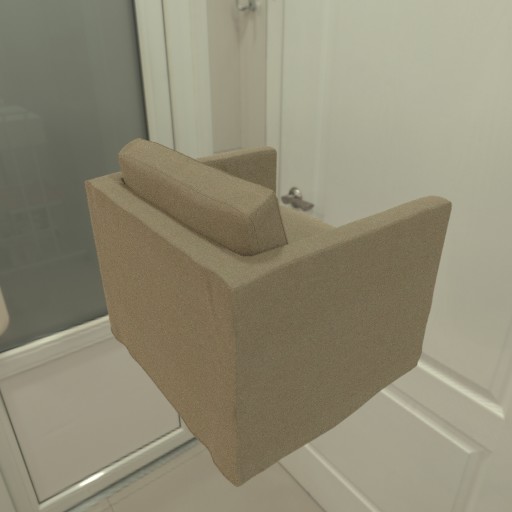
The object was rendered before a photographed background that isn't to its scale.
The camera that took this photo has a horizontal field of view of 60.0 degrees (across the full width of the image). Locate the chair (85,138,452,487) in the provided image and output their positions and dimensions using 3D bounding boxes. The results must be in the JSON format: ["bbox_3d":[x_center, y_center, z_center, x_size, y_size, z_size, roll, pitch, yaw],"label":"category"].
[{"bbox_3d":[0.000,0.000,1.737,0.949,0.863,1.057,-19,33,-33],"label":"chair"}]
